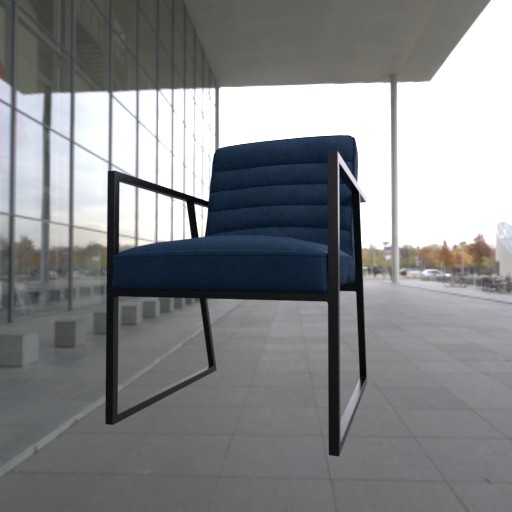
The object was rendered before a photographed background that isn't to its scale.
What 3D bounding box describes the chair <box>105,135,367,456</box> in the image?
[{"bbox_3d":[0.000,0.000,1.289,0.571,0.833,0.677,-1,-2,19],"label":"chair"}]
